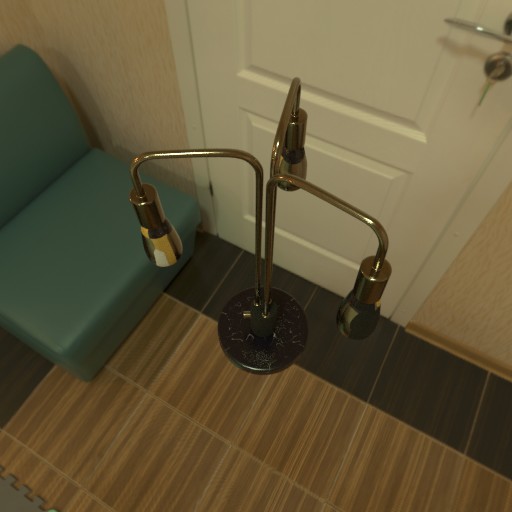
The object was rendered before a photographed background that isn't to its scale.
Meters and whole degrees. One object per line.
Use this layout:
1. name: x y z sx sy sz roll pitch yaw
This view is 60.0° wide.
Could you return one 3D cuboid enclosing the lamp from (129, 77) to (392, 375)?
1. lamp: 0.000 0.000 0.799 0.368 0.560 0.355 0 58 0
